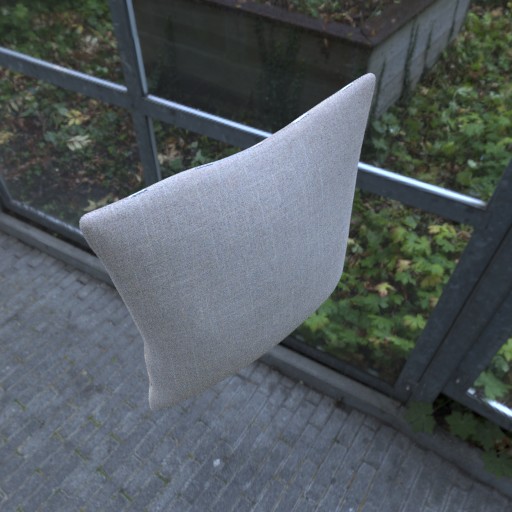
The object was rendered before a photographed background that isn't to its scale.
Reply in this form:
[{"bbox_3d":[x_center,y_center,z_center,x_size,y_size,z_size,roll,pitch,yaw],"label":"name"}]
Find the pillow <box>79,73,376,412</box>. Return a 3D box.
[{"bbox_3d":[0.000,0.000,0.858,0.578,0.558,0.192,-32,55,-27],"label":"pillow"}]
